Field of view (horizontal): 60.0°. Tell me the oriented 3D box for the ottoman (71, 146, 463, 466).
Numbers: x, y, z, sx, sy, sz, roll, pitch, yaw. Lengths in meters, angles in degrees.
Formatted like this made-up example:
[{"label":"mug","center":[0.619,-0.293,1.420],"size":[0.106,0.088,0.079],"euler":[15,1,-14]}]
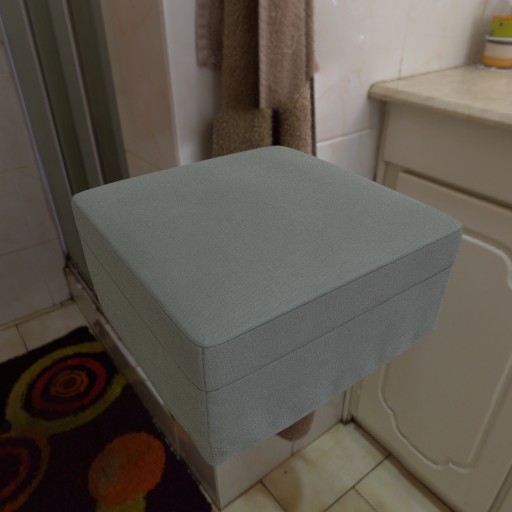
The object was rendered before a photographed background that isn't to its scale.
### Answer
[{"label":"ottoman","center":[0.000,0.000,1.361],"size":[0.843,0.441,0.842],"euler":[-21,38,-29]}]
